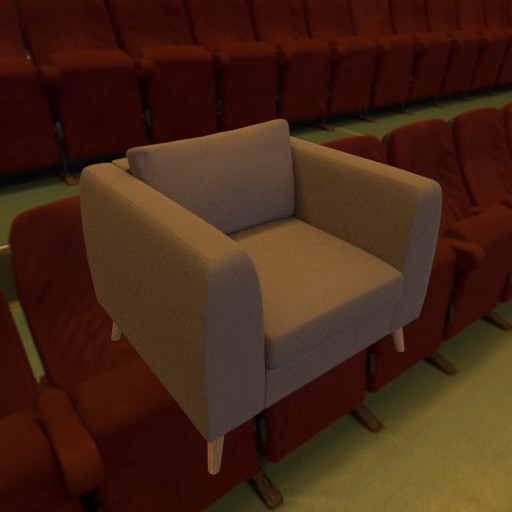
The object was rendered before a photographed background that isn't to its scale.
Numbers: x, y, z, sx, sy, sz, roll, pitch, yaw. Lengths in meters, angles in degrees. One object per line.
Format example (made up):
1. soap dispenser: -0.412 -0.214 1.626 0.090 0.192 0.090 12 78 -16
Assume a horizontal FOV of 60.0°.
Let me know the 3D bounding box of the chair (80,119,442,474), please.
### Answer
1. chair: 0.000 0.000 1.689 1.000 0.860 0.930 -20 35 -32
